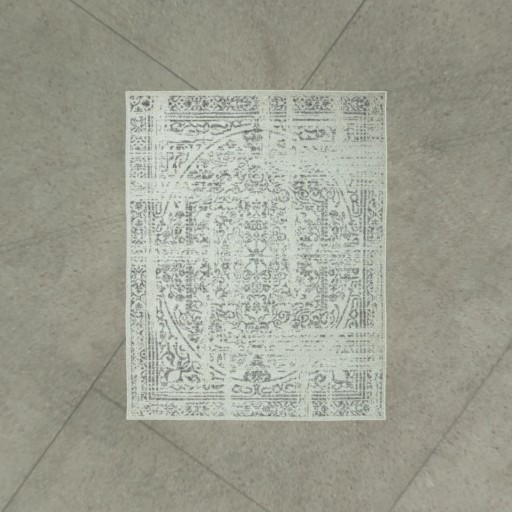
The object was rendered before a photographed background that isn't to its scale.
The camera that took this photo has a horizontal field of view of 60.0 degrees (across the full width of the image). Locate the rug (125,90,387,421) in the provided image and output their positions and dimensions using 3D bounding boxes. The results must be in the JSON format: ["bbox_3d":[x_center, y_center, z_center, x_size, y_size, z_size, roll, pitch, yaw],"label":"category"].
[{"bbox_3d":[0.000,0.000,3.910,2.311,0.032,2.921,0,91,0],"label":"rug"}]
